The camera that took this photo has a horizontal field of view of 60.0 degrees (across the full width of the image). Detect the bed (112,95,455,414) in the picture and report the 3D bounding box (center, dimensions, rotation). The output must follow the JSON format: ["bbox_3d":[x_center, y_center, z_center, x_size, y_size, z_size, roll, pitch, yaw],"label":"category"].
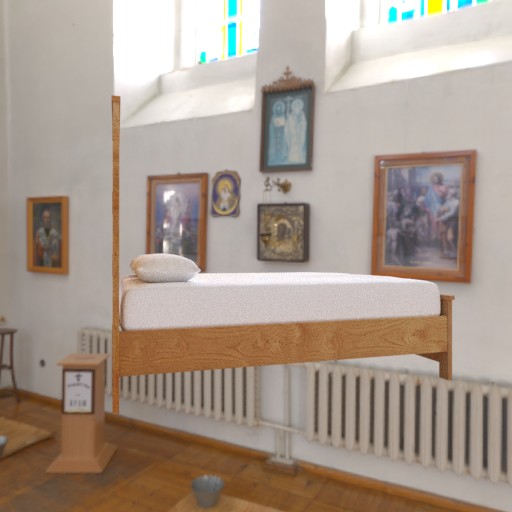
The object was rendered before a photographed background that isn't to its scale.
[{"bbox_3d":[0.000,0.000,4.120,2.530,1.938,2.225,0,0,-17],"label":"bed"}]
